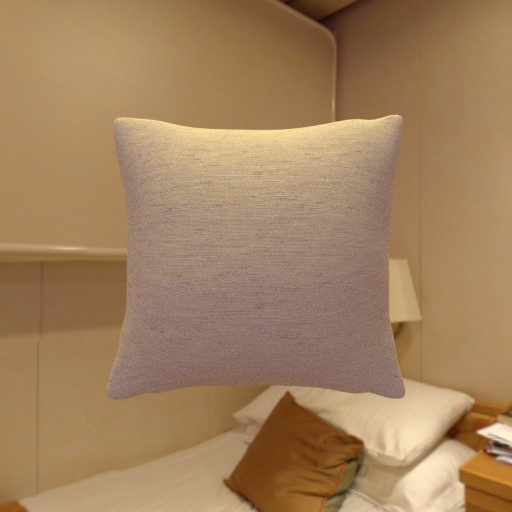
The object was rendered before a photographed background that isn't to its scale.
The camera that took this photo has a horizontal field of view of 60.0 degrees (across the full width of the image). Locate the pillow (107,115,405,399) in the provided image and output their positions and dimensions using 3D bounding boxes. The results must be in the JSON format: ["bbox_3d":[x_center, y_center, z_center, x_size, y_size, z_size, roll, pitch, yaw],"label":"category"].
[{"bbox_3d":[0.000,0.000,0.657,0.438,0.421,0.167,0,-1,0],"label":"pillow"}]
